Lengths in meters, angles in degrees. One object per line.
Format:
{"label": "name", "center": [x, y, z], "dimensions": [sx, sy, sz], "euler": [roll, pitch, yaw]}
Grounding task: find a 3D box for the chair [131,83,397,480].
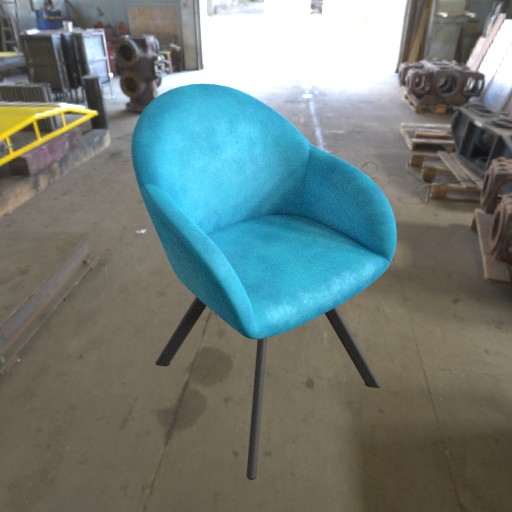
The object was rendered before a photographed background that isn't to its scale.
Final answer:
{"label": "chair", "center": [0.000, 0.000, 1.181], "dimensions": [0.550, 0.795, 0.590], "euler": [-22, 37, -32]}
